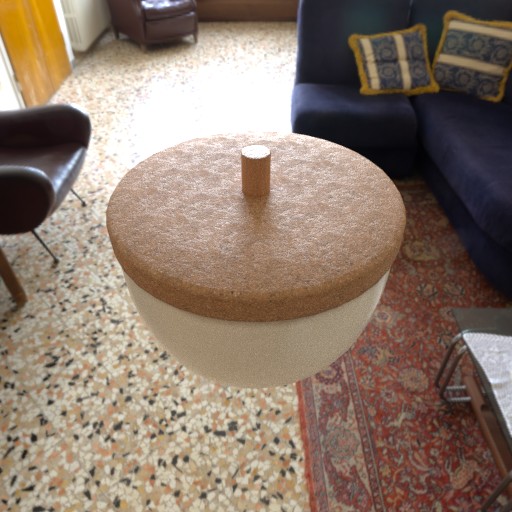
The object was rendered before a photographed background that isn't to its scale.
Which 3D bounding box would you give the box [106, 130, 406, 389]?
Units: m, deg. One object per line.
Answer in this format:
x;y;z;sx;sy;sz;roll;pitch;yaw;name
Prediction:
0.000;0.000;0.182;0.107;0.094;0.107;0;41;0;box
